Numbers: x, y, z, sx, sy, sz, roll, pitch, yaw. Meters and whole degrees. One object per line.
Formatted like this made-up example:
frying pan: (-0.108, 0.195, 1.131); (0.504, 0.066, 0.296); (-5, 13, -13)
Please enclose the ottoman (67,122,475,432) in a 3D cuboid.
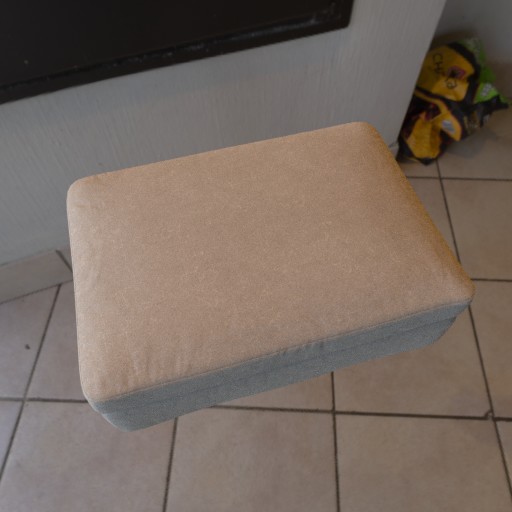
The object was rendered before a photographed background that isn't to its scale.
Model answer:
ottoman: (0.000, 0.000, 1.559); (1.199, 0.429, 0.840); (-14, 59, -8)
